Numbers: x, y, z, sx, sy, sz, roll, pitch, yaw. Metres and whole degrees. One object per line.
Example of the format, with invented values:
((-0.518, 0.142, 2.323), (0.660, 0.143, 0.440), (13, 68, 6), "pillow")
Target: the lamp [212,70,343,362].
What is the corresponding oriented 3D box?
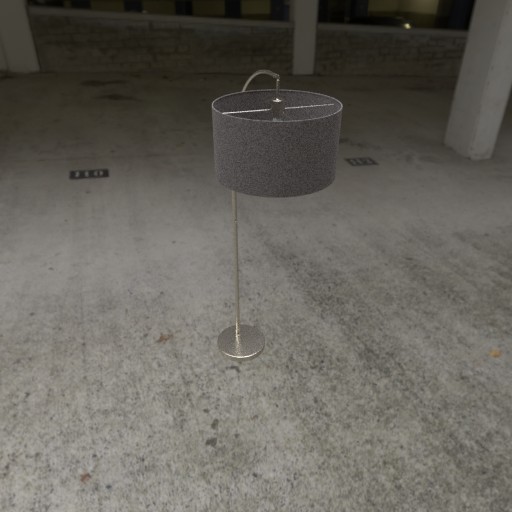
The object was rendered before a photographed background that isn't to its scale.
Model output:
((0.000, 0.000, 2.153), (0.452, 1.735, 0.934), (-10, 33, -15), "lamp")
